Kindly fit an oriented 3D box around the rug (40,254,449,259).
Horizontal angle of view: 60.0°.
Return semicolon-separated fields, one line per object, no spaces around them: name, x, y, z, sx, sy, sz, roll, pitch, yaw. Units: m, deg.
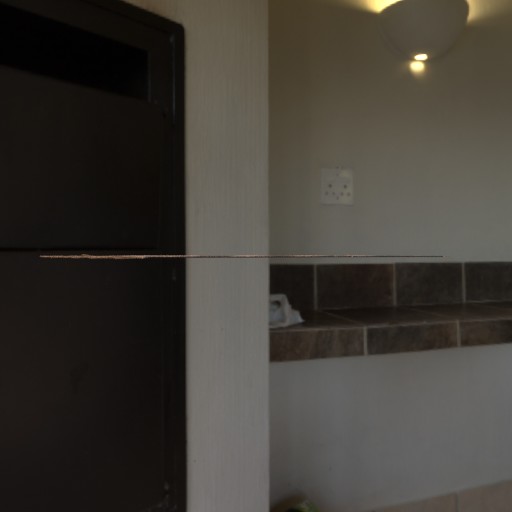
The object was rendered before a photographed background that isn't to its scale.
rug;0.000;0.000;1.899;1.541;0.013;0.920;0;0;-37
